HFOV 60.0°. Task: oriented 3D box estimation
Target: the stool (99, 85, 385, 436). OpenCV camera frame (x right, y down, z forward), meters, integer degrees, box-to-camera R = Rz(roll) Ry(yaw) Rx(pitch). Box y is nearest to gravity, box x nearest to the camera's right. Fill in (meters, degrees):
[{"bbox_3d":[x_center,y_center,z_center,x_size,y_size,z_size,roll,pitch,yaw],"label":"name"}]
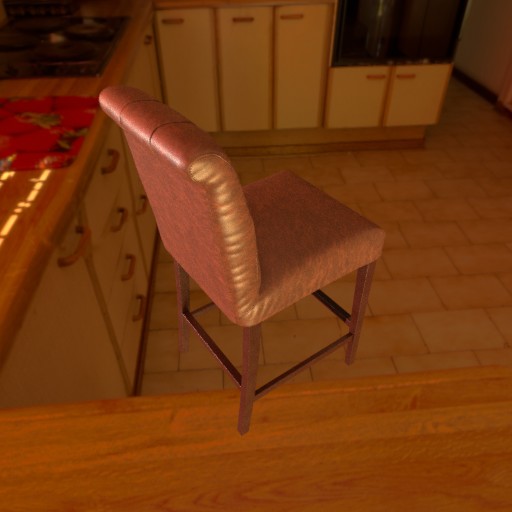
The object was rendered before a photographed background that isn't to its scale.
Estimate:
[{"bbox_3d":[0.000,0.000,1.427,0.660,1.084,0.486,-24,45,-27],"label":"stool"}]
